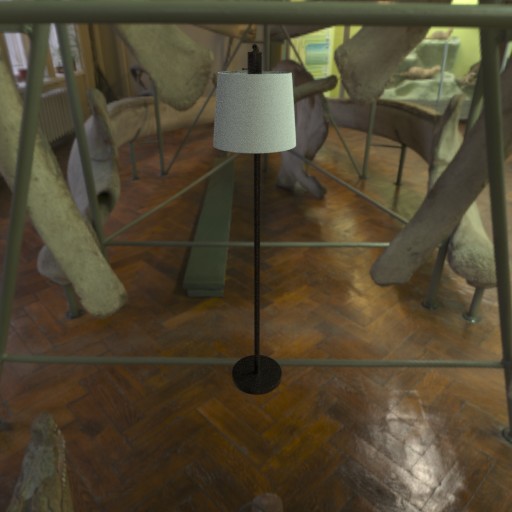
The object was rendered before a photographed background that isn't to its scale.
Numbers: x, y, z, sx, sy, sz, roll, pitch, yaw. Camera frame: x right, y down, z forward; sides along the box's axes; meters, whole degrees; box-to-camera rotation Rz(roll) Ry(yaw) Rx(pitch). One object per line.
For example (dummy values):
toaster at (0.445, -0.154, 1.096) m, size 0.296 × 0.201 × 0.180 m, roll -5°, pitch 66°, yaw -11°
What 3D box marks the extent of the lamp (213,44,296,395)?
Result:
lamp at (0.000, 0.000, 1.696) m, size 0.254 × 1.478 × 0.508 m, roll 1°, pitch 29°, yaw 2°
